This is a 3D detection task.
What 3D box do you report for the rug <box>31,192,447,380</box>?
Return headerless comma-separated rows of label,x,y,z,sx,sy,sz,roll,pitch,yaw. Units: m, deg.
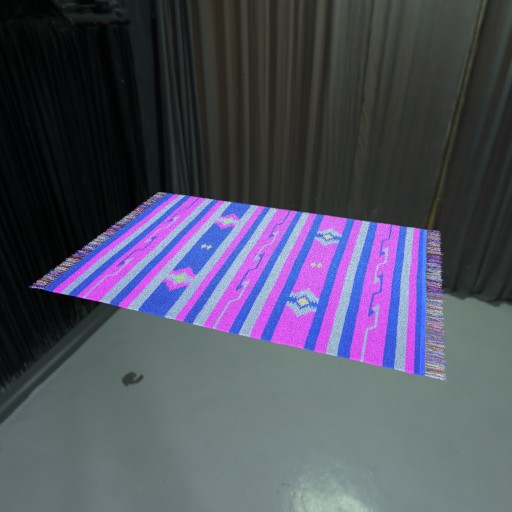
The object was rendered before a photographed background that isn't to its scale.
rug,0.000,0.000,2.937,2.350,0.013,1.539,10,32,16
